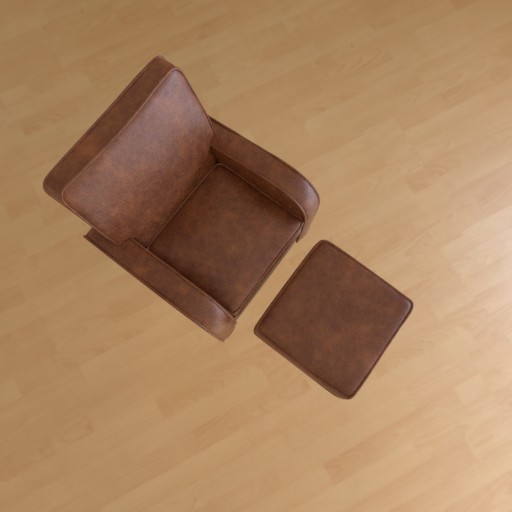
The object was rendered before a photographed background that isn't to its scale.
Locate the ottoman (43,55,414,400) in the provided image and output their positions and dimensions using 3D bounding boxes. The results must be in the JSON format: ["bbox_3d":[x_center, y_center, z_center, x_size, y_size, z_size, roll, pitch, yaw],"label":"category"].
[{"bbox_3d":[0.000,0.000,1.832,1.314,0.904,0.732,36,80,8],"label":"ottoman"}]
